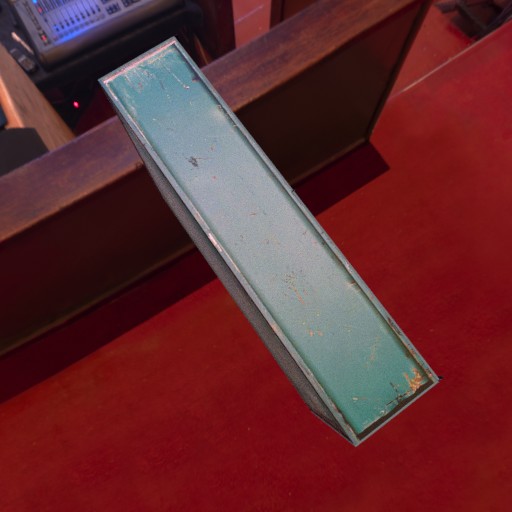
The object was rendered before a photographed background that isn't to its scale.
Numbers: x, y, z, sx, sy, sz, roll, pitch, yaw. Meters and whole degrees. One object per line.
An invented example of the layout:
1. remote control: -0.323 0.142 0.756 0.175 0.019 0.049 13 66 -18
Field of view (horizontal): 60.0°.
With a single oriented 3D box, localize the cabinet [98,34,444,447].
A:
1. cabinet: 0.000 0.000 3.983 0.680 2.160 3.001 -34 78 -8
